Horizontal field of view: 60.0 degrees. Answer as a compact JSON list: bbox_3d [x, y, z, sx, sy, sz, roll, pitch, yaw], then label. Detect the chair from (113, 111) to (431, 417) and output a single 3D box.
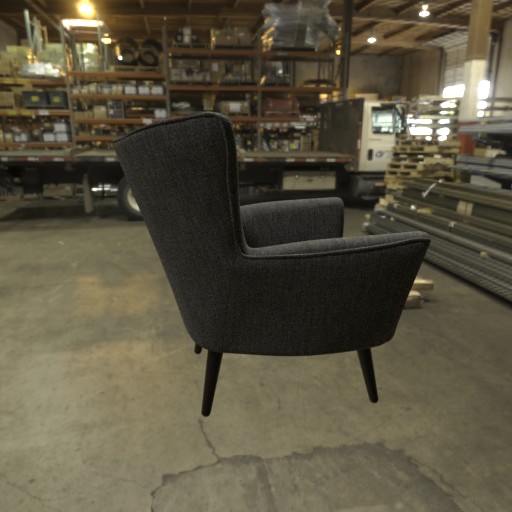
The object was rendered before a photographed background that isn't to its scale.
[{"bbox_3d":[0.000,0.000,1.547,0.888,0.933,0.781,-3,16,-10],"label":"chair"}]
